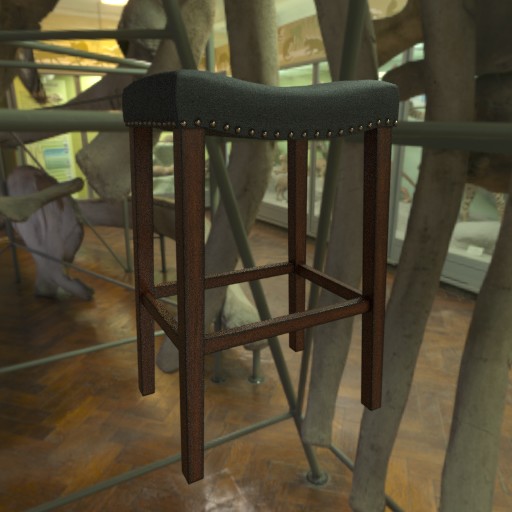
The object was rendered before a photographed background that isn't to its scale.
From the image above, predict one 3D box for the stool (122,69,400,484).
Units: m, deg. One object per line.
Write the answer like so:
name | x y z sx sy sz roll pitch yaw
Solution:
stool | 0.000 0.000 1.018 0.502 0.760 0.366 -9 19 -28
